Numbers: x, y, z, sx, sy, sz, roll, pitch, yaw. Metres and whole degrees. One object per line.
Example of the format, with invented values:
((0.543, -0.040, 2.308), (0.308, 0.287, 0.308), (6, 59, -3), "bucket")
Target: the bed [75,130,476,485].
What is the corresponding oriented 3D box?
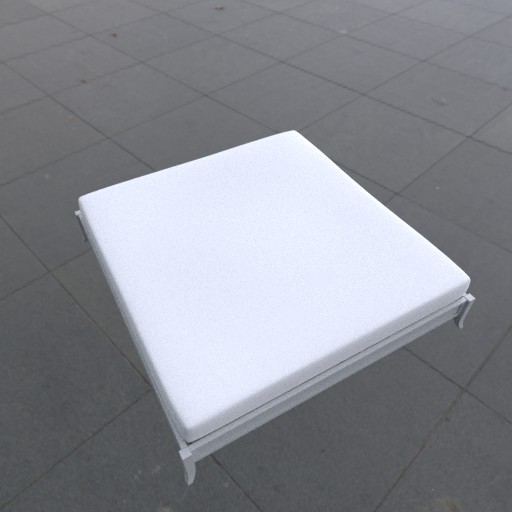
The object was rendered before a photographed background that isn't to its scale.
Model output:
((0.000, 0.000, 3.093), (2.007, 0.510, 2.108), (-22, 50, -20), "bed")
